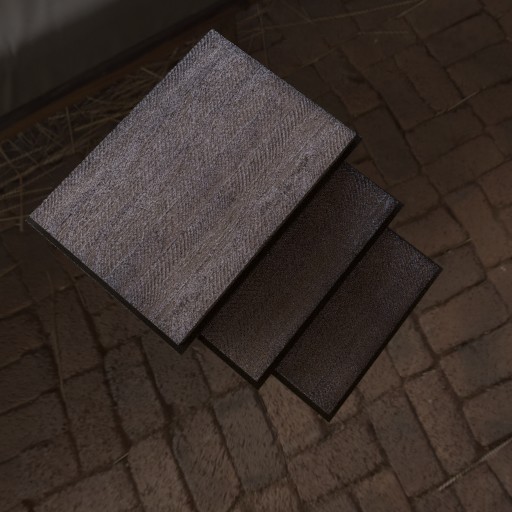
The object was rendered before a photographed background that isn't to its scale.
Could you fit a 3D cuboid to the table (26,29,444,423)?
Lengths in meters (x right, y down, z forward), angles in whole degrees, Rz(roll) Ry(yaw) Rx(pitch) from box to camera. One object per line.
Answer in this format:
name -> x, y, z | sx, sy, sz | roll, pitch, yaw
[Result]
table -> 0.000, 0.000, 1.139 | 0.706, 0.610, 0.559 | 39, 80, 8
